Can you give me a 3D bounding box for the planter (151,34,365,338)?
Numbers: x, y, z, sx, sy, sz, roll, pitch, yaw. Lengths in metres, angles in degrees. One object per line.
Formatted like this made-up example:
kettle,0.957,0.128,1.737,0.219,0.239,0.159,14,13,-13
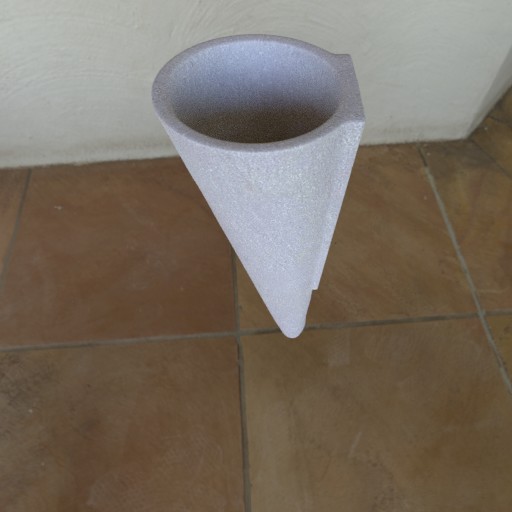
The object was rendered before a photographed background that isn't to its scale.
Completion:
planter,0.000,0.000,0.292,0.087,0.259,0.078,-1,57,-1
